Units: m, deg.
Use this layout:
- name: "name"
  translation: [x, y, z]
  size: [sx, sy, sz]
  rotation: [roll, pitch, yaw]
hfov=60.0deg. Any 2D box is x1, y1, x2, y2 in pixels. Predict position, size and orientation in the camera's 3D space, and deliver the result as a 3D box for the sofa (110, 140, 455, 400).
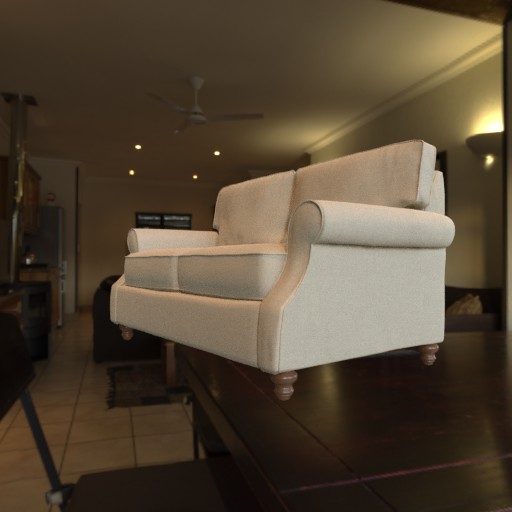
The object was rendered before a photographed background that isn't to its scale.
- name: "sofa"
  translation: [0.000, 0.000, 2.201]
  size: [0.964, 0.937, 1.665]
  rotation: [1, -1, -37]
